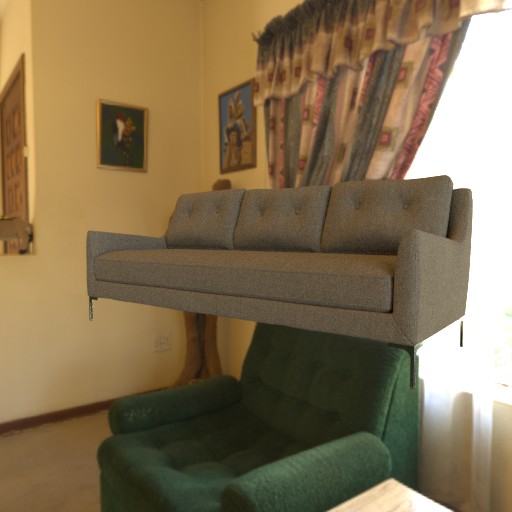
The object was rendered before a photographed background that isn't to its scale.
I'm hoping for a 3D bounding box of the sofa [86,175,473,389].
[{"bbox_3d":[0.000,0.000,2.464,2.060,0.837,0.849,2,4,37],"label":"sofa"}]
